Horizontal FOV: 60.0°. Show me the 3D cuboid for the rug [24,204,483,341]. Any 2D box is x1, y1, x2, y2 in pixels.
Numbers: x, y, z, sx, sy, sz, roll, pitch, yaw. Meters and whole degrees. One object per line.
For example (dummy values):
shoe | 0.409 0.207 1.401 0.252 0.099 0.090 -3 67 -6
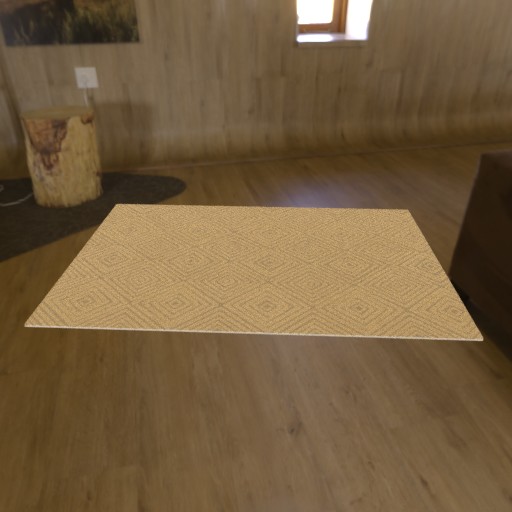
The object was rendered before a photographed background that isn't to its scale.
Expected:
rug | 0.000 0.000 2.177 1.753 0.008 1.143 1 31 2
